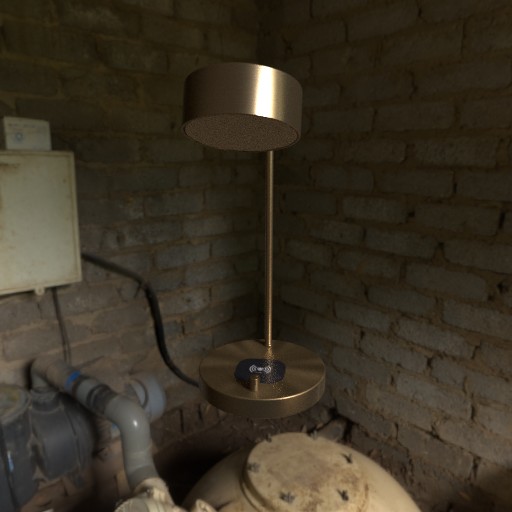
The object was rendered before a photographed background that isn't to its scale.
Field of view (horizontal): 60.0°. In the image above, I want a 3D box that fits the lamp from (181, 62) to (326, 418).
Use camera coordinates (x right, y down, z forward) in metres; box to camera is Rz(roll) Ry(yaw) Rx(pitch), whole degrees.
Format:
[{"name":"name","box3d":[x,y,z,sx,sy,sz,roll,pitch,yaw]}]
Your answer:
[{"name":"lamp","box3d":[0.000,0.000,0.516,0.171,0.380,0.270,2,14,9]}]
